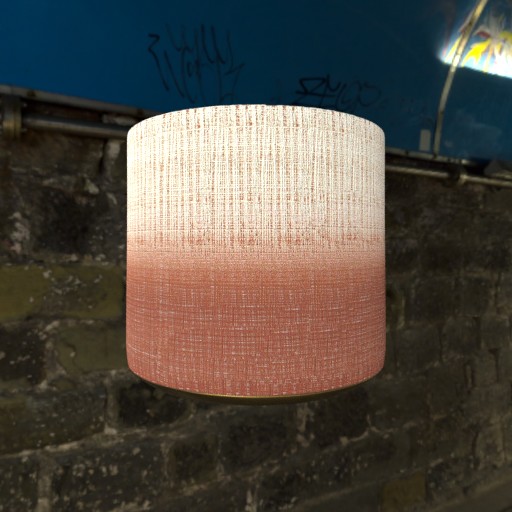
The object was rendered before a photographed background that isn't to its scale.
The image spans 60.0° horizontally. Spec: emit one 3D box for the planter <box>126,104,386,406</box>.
[{"bbox_3d":[0.000,0.000,0.391,0.221,0.201,0.221,0,2,0],"label":"planter"}]
